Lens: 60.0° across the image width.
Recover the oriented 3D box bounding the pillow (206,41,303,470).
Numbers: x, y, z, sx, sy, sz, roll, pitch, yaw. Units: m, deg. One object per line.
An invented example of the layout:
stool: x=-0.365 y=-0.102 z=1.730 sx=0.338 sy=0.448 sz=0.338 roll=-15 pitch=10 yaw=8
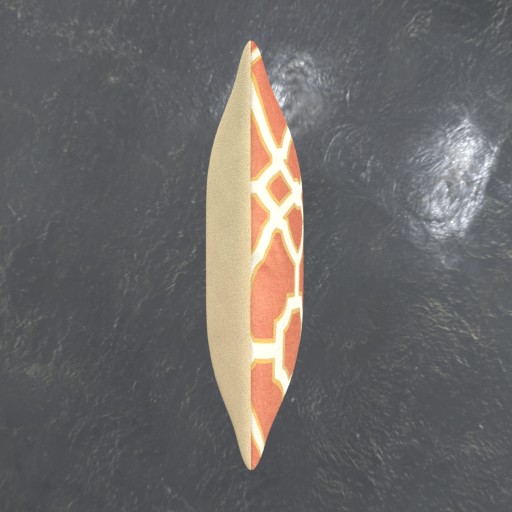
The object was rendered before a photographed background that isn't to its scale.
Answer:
pillow: x=0.000 y=0.000 z=0.817 sx=0.166 sy=0.508 sz=0.552 roll=0 pitch=90 yaw=0
